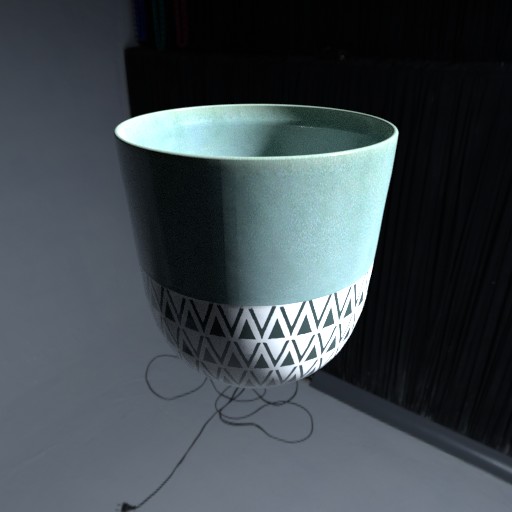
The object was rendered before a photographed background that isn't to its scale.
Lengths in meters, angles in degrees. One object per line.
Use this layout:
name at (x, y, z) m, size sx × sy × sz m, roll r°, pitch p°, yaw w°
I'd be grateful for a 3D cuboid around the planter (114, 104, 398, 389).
planter at (0.000, 0.000, 0.368) m, size 0.198 × 0.214 × 0.198 m, roll 0°, pitch 27°, yaw 0°
